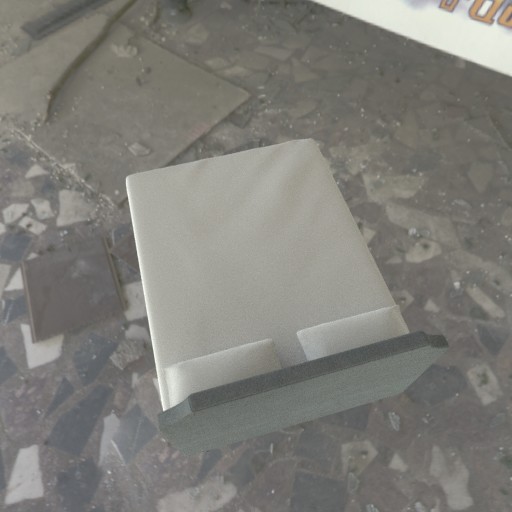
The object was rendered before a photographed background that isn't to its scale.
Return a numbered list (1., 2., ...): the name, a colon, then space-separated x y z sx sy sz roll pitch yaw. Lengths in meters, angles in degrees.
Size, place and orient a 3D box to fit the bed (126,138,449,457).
1. bed: 0.000 0.000 3.607 1.977 1.306 2.464 -13 59 -8
